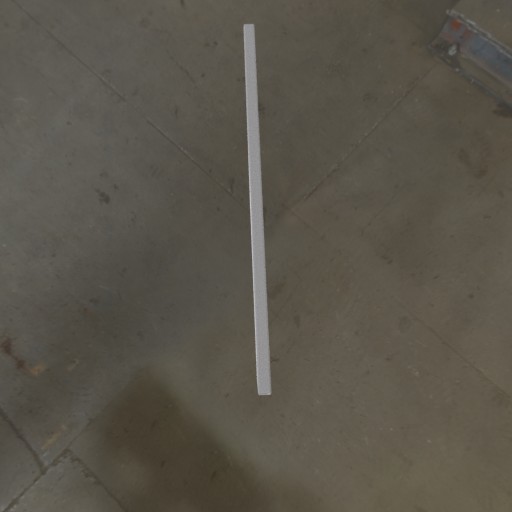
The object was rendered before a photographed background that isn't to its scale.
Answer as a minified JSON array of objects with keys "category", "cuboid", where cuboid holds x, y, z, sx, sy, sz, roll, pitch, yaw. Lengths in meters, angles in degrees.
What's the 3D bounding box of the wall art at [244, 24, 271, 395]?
[{"category":"wall art","cuboid":[0.000,0.000,0.679,0.012,0.529,0.374,-2,76,-1]}]
